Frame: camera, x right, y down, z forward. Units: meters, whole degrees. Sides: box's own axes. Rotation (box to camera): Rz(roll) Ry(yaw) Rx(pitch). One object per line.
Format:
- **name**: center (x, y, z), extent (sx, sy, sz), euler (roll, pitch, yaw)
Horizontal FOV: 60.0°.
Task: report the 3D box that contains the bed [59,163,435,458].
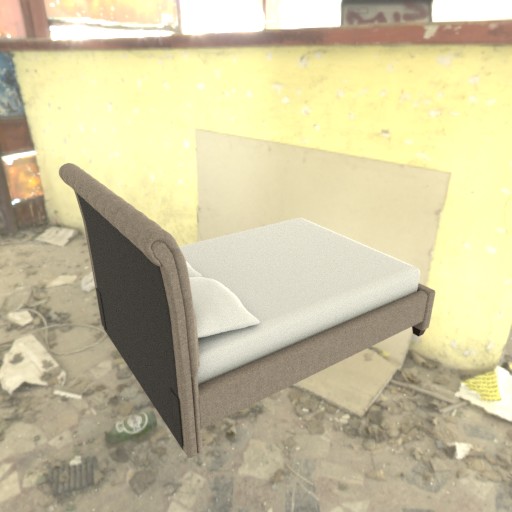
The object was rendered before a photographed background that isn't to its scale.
- **bed**: center (0.000, 0.000, 3.335), extent (2.252, 1.371, 1.645), euler (-16, 29, -31)
